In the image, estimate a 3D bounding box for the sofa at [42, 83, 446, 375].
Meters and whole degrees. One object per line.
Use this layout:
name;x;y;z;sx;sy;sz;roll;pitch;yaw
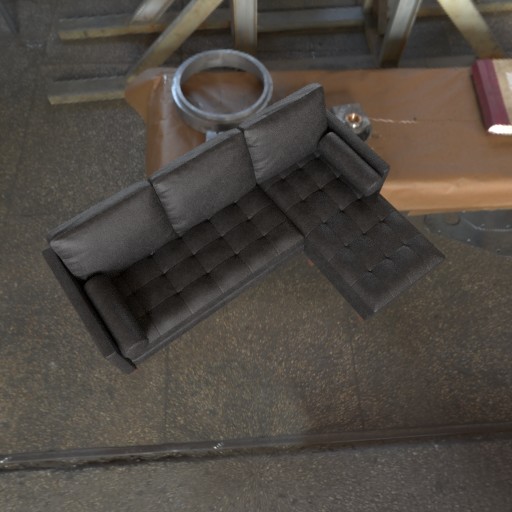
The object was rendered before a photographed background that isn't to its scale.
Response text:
sofa;0.000;0.000;2.872;2.178;0.876;1.497;-34;69;-15
